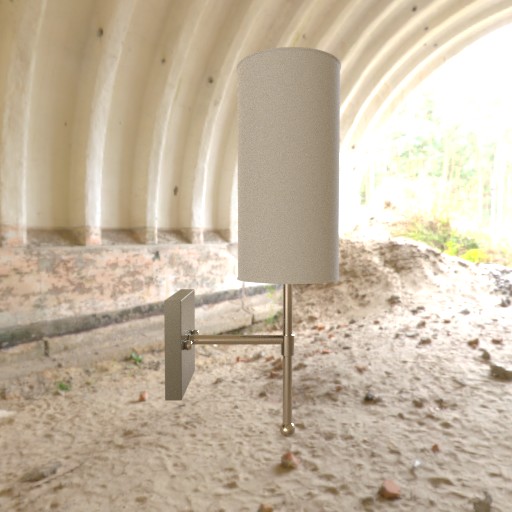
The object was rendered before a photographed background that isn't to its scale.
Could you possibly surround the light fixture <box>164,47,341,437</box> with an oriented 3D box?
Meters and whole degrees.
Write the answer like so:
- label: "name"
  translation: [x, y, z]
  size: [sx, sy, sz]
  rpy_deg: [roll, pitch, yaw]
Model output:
- label: "light fixture"
  translation: [0.000, 0.000, 0.557]
  size: [0.208, 0.462, 0.128]
  rpy_deg: [0, 2, 0]
